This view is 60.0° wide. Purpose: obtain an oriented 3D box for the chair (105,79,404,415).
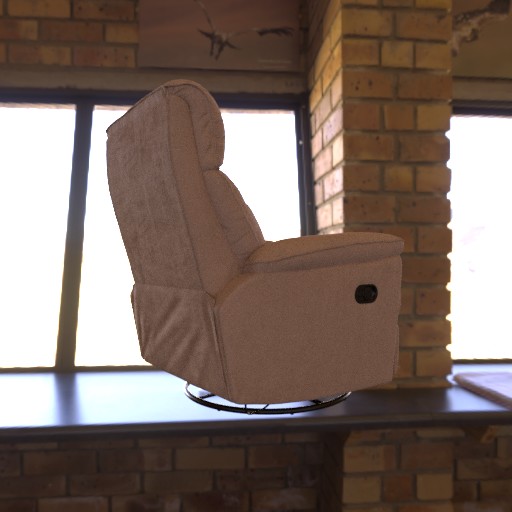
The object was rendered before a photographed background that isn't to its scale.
[{"bbox_3d":[0.000,0.000,1.721,1.004,1.037,0.820,0,-1,-36],"label":"chair"}]
